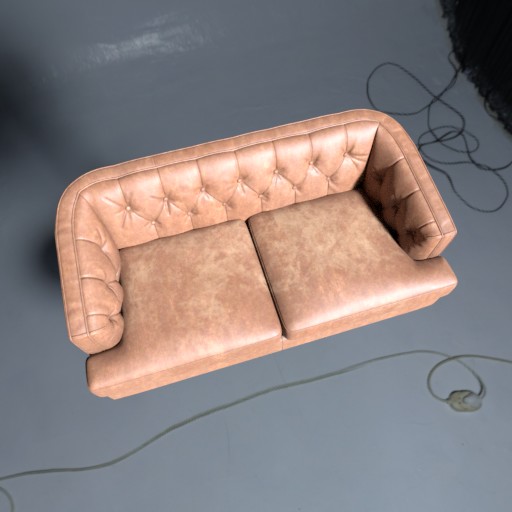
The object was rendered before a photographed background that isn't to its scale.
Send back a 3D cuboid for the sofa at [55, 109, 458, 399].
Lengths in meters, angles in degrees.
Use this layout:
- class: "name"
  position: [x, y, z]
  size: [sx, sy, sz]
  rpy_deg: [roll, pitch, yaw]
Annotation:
- class: "sofa"
  position: [0.000, 0.000, 2.234]
  size: [1.755, 0.786, 0.914]
  rpy_deg: [-15, 65, -7]
